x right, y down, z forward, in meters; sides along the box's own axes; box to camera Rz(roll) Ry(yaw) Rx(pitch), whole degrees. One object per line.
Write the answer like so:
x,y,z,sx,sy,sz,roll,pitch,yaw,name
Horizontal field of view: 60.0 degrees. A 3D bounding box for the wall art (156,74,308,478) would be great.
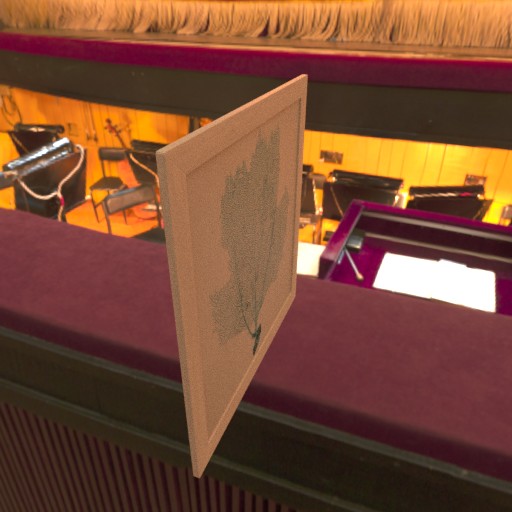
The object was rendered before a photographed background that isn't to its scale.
0.000,0.000,0.866,0.013,0.584,0.584,11,32,18,wall art
